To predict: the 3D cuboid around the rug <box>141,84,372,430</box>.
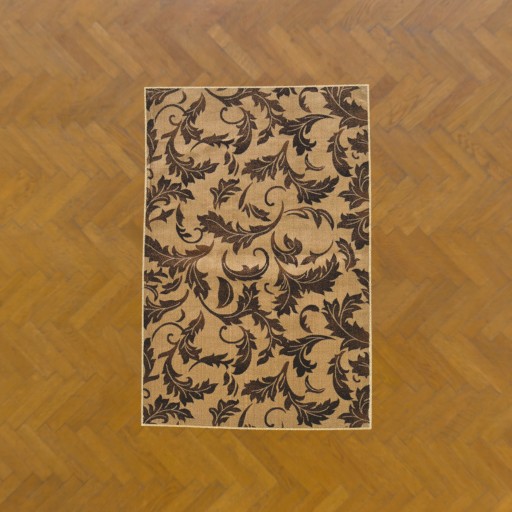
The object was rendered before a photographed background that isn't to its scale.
[{"bbox_3d":[0.000,0.000,2.945,1.522,0.008,2.284,0,89,2],"label":"rug"}]
